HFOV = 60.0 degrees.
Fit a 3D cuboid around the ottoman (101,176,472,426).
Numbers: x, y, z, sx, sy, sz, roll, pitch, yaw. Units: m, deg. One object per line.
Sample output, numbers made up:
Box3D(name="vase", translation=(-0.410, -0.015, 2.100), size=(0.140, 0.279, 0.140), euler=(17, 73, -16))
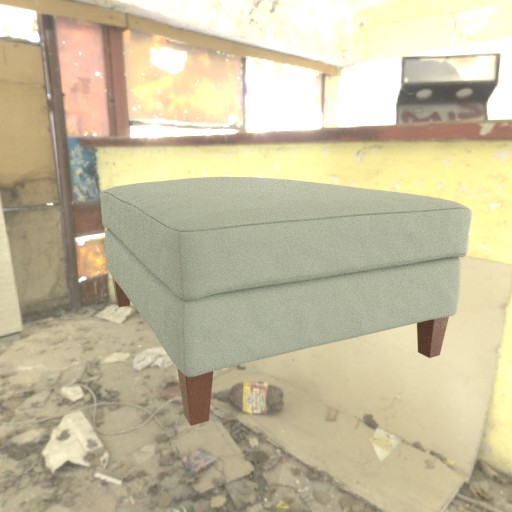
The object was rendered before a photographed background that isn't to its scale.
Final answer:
Box3D(name="ottoman", translation=(0.000, 0.000, 1.469), size=(0.842, 0.494, 0.991), euler=(-7, 15, -26))
